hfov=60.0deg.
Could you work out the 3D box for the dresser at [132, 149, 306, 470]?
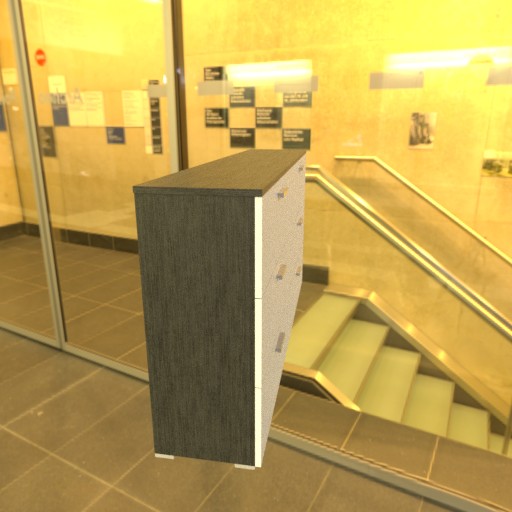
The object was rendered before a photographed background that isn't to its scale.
[{"bbox_3d":[0.000,0.000,1.875,0.333,0.790,1.535,3,17,10],"label":"dresser"}]
